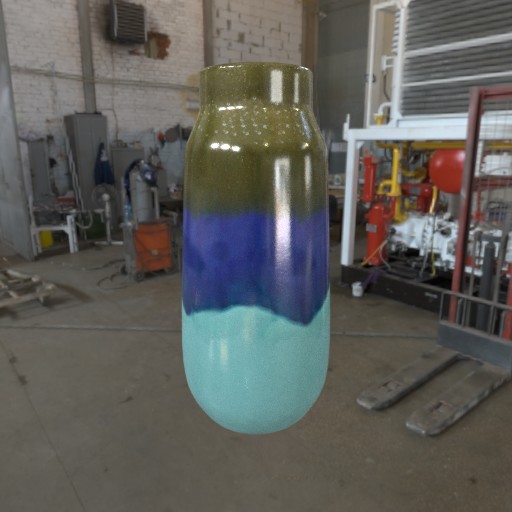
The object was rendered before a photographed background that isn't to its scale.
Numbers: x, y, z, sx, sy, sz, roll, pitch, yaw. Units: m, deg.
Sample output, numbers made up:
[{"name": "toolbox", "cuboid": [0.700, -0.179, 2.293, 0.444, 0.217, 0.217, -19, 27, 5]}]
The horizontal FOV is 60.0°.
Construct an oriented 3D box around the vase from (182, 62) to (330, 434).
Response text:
[{"name": "vase", "cuboid": [0.000, 0.000, 0.402, 0.139, 0.313, 0.139, 0, 14, 0]}]
